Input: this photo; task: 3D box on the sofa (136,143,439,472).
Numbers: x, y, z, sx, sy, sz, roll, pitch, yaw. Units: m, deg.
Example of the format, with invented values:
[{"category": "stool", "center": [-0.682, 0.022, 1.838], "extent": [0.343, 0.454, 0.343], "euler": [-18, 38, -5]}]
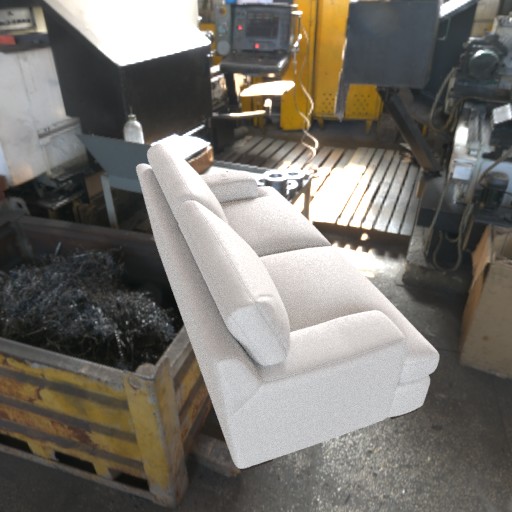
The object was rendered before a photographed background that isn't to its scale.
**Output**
[{"category": "sofa", "center": [0.000, 0.000, 2.813], "extent": [1.143, 0.940, 2.261], "euler": [-11, 34, -17]}]
